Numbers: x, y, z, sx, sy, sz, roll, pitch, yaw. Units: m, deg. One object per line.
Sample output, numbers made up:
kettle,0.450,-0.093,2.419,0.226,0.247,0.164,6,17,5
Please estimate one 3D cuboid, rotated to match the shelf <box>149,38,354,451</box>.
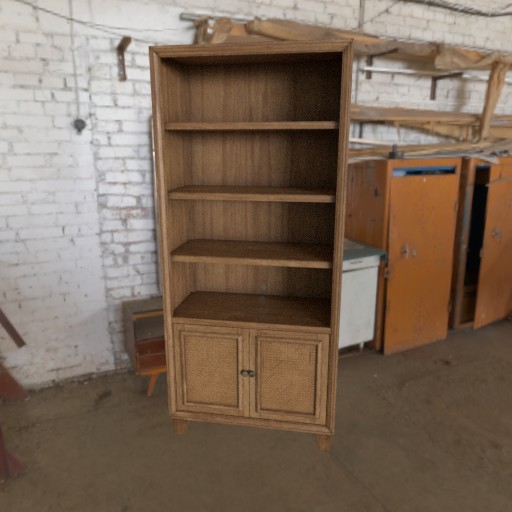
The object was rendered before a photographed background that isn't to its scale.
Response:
shelf,0.000,0.000,2.273,0.864,1.930,0.453,2,15,9
